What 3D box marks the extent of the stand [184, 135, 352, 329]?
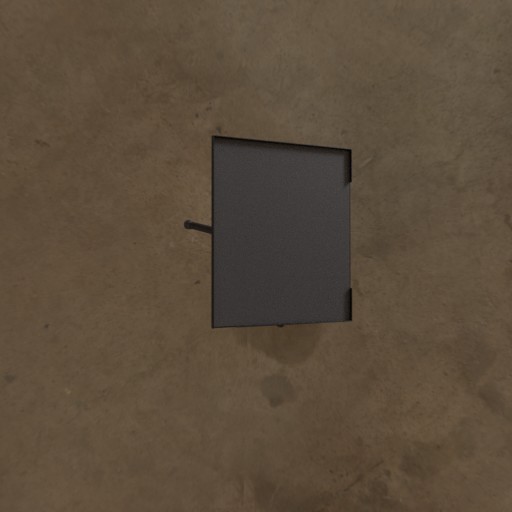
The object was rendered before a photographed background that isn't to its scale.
[{"bbox_3d":[0.000,0.000,1.645,0.702,1.198,0.702,0,89,-1],"label":"stand"}]
